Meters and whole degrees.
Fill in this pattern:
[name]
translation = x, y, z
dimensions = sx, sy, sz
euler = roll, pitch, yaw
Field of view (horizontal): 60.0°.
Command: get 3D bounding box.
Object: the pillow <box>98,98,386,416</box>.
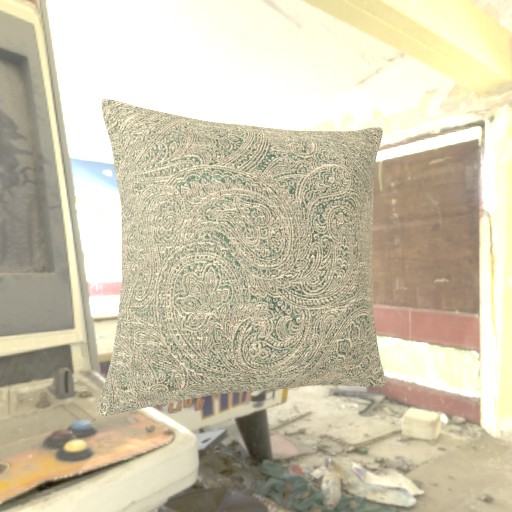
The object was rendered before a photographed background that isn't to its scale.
[pillow]
translation = 0.000, 0.000, 0.785
dimensions = 0.526, 0.507, 0.166
euler = 0, -1, -18
